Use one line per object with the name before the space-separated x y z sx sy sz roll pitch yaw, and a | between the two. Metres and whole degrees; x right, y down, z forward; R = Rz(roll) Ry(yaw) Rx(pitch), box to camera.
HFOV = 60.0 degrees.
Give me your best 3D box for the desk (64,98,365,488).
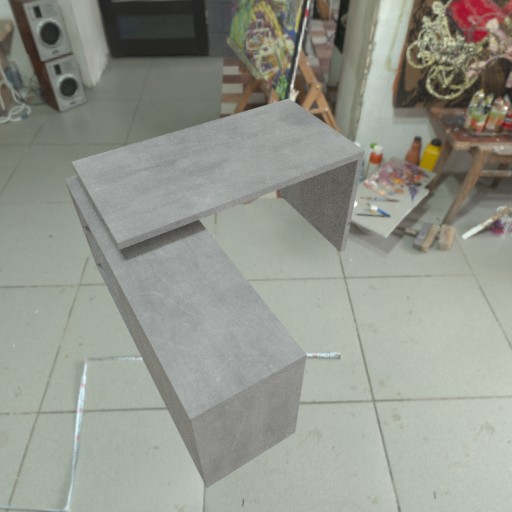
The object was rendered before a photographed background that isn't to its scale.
desk | 0.000 0.000 2.296 1.400 0.740 1.500 -24 50 -22
